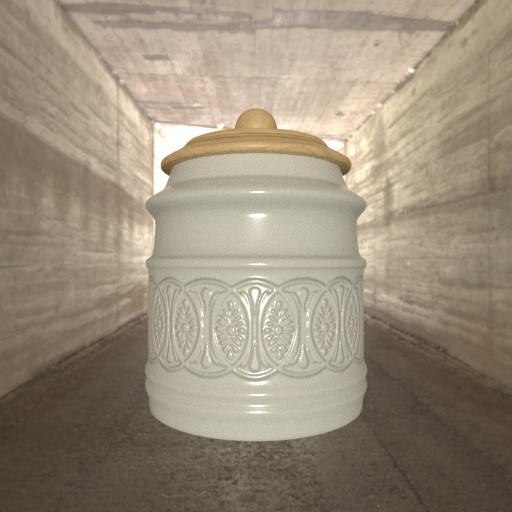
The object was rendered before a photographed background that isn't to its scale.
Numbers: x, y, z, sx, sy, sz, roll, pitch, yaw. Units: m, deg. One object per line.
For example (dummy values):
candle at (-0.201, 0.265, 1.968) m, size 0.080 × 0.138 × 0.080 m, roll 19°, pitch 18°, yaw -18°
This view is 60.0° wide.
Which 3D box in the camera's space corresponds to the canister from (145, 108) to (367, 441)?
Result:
canister at (0.000, 0.000, 0.267) m, size 0.130 × 0.176 × 0.130 m, roll 0°, pitch -1°, yaw 0°
